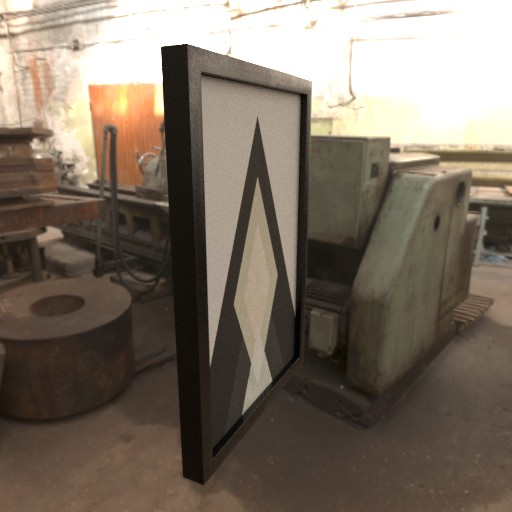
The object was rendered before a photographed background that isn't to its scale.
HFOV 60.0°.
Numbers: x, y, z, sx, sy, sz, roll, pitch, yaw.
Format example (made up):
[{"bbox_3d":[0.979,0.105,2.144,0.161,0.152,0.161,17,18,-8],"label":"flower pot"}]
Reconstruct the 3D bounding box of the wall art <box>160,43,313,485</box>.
[{"bbox_3d":[0.000,0.000,0.580,0.031,0.457,0.313,8,17,26],"label":"wall art"}]
